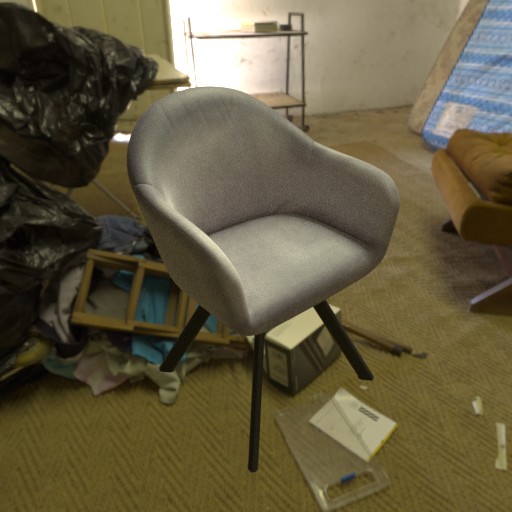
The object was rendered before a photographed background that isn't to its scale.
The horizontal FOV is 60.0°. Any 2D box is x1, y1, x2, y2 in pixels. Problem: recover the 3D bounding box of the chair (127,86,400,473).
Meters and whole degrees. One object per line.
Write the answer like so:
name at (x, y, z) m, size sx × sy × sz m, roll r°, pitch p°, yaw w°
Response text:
chair at (0.000, 0.000, 1.164) m, size 0.570 × 0.780 × 0.540 m, roll -23°, pitch 38°, yaw -34°
